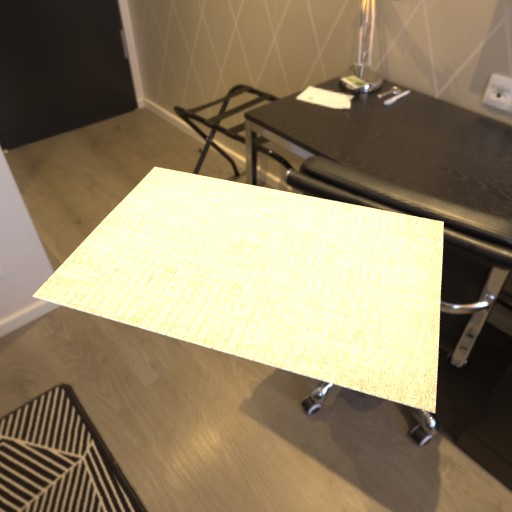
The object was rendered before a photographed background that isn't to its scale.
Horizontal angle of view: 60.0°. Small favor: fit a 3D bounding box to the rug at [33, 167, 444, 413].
[{"bbox_3d":[0.000,0.000,2.293,1.827,0.007,1.211,13,44,14],"label":"rug"}]
